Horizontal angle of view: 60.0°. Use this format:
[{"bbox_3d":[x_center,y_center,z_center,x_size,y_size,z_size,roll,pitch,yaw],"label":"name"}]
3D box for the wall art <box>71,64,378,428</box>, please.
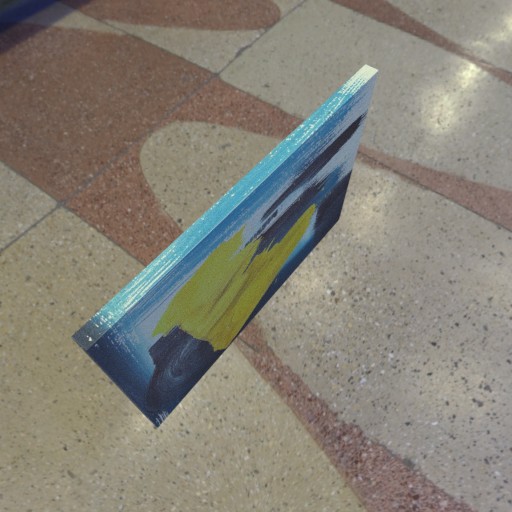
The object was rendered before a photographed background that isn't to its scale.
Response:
[{"bbox_3d":[0.000,0.000,1.159,0.039,0.610,0.914,34,64,19],"label":"wall art"}]
